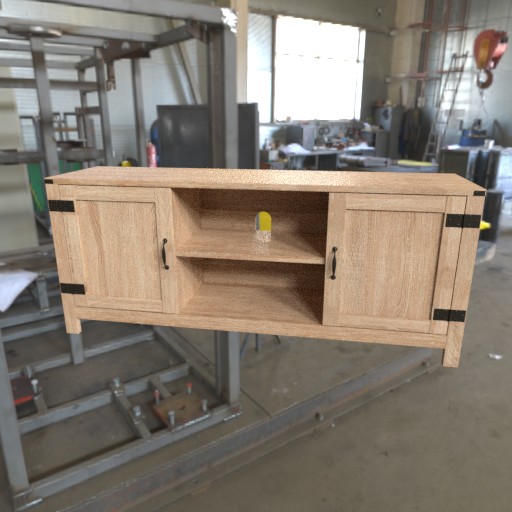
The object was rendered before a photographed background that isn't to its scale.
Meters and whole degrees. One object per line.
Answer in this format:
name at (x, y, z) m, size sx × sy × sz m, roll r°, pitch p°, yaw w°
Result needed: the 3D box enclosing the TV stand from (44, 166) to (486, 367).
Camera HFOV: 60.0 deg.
TV stand at (0.000, 0.000, 1.706) m, size 1.466 × 0.610 × 0.398 m, roll 3°, pitch 18°, yaw 9°
